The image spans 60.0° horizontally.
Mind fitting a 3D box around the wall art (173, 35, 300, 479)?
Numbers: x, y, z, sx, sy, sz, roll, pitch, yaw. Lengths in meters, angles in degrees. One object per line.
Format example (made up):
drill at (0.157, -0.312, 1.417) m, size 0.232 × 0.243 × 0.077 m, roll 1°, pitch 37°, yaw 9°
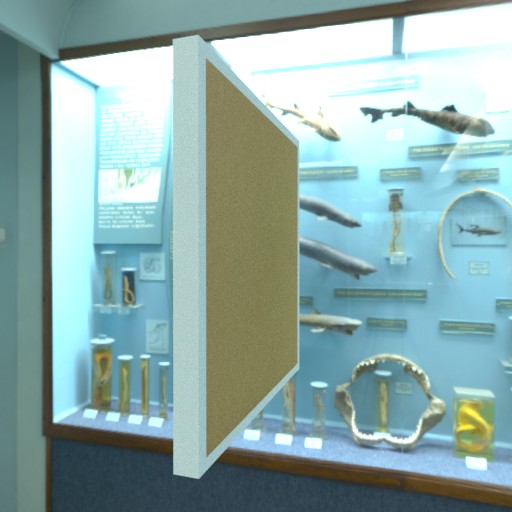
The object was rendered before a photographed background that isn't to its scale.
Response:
wall art at (0.000, 0.000, 0.455) m, size 0.020 × 0.307 × 0.307 m, roll 0°, pitch 1°, yaw 19°
